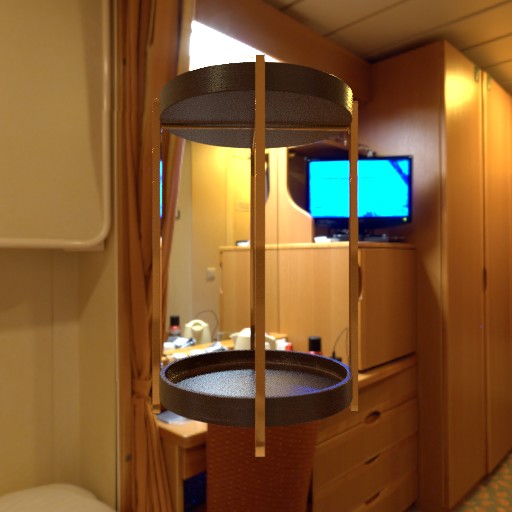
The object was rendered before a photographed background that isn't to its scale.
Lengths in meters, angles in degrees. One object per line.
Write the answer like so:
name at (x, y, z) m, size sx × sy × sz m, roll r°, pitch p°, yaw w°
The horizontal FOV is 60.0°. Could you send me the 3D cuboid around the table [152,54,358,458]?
table at (0.000, 0.000, 0.869) m, size 0.400 × 0.610 × 0.400 m, roll 0°, pitch 0°, yaw -2°
